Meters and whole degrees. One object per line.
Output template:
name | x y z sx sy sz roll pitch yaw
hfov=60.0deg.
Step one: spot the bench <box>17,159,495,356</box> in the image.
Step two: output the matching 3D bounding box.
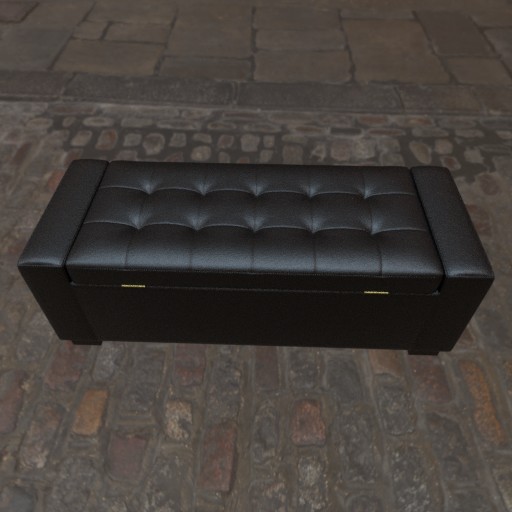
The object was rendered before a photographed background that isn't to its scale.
bench | 0.000 0.000 1.502 1.296 0.445 0.508 1 47 1
